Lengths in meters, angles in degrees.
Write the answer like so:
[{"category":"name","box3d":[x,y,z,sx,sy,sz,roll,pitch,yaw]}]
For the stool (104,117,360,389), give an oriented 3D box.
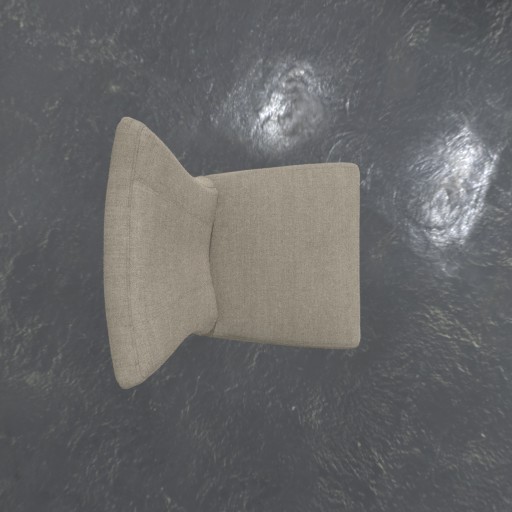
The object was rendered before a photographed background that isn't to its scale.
[{"category":"stool","box3d":[0.000,0.000,1.303,0.574,1.000,0.514,0,89,0]}]
